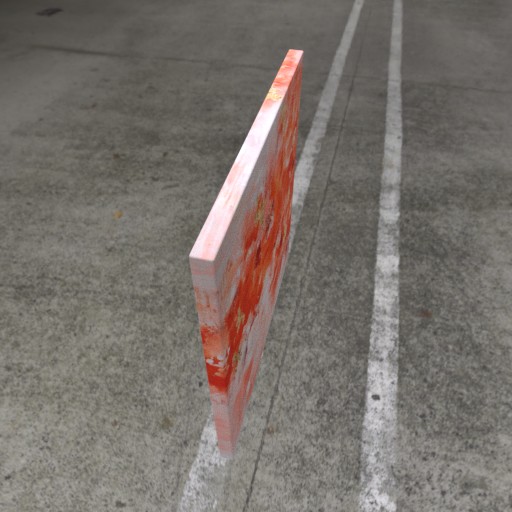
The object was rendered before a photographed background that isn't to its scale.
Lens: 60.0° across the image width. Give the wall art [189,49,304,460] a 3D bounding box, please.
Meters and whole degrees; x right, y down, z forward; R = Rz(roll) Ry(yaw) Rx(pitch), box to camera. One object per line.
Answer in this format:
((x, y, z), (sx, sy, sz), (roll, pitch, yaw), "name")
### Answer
((0.000, 0.000, 1.129), (0.064, 0.746, 0.747), (10, 47, 10), "wall art")
